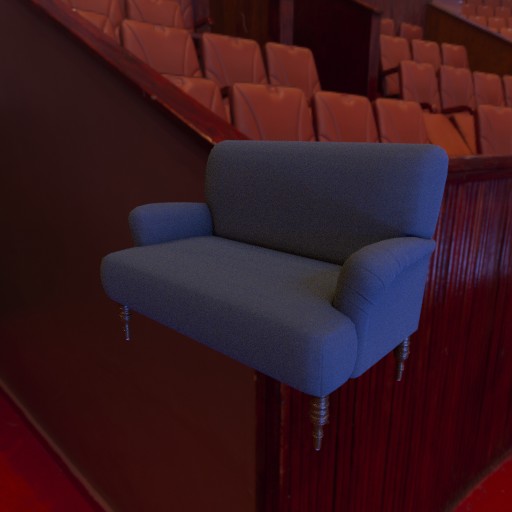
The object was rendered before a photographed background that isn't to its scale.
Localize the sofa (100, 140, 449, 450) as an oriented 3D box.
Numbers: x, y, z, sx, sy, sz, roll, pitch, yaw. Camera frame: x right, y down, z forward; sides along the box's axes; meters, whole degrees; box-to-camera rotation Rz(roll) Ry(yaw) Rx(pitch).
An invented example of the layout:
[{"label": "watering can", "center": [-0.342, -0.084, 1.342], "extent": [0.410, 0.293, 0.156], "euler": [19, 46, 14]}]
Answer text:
[{"label": "sofa", "center": [0.000, 0.000, 1.800], "extent": [1.297, 0.889, 0.779], "euler": [14, 21, 41]}]
